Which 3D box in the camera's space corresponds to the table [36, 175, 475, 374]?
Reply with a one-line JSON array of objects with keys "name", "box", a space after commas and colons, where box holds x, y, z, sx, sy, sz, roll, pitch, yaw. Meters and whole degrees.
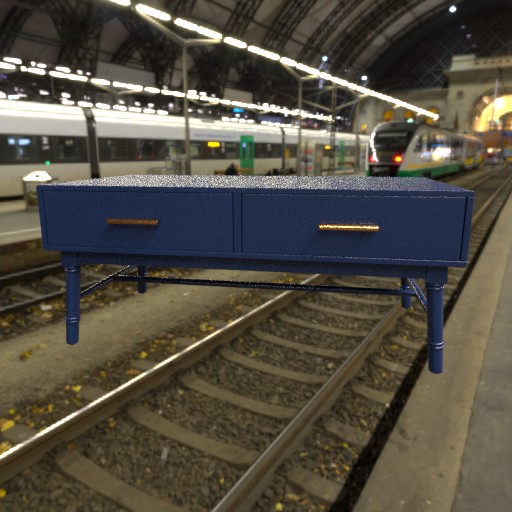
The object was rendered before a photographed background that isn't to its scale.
[{"name": "table", "box": [0.000, 0.000, 1.364, 1.067, 0.457, 0.572, 2, 13, 10]}]
